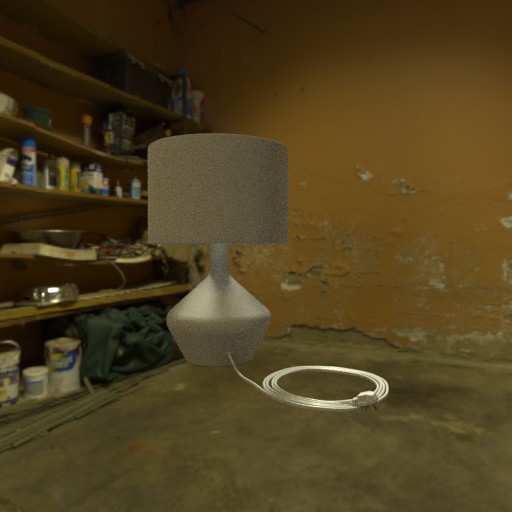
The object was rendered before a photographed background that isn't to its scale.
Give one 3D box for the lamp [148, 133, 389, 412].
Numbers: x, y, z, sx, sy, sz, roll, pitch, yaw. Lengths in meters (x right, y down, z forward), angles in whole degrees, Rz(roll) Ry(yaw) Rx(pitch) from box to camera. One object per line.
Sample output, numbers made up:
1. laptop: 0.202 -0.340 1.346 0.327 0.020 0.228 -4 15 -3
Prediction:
1. lamp: 0.000 0.000 0.878 0.401 0.457 0.546 0 1 -17
